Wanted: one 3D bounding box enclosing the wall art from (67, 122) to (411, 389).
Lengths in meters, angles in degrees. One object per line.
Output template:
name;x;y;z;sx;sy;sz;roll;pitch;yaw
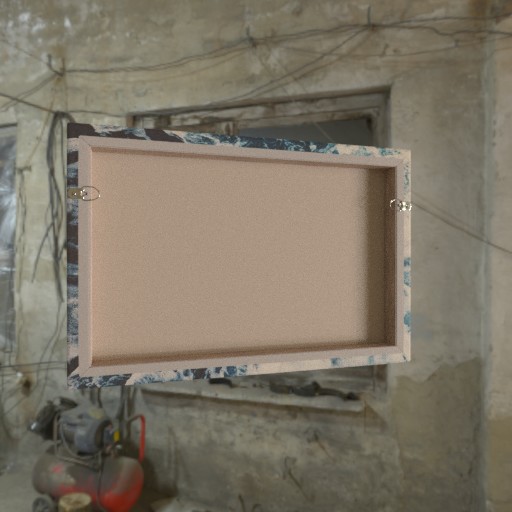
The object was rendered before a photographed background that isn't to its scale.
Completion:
wall art;0.000;0.000;0.776;0.609;0.407;0.043;0;0;-17
